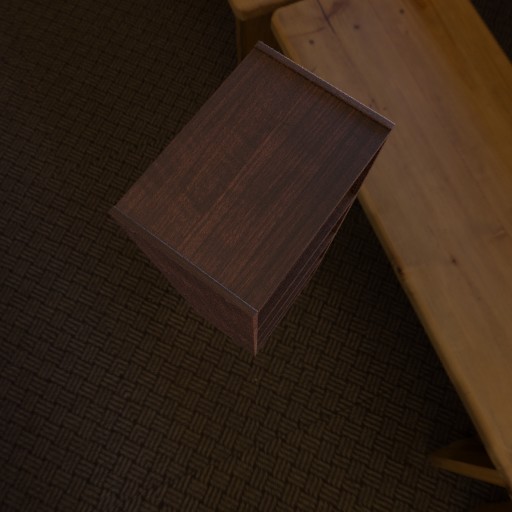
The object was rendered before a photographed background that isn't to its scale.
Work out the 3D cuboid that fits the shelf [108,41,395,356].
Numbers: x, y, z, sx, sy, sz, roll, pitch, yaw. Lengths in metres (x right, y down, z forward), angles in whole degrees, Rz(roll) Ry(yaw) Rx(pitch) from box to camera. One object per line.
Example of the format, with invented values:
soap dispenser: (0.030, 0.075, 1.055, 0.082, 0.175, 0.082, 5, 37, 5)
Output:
shelf: (0.000, 0.000, 1.263, 0.290, 1.099, 0.415, 35, 77, 9)
